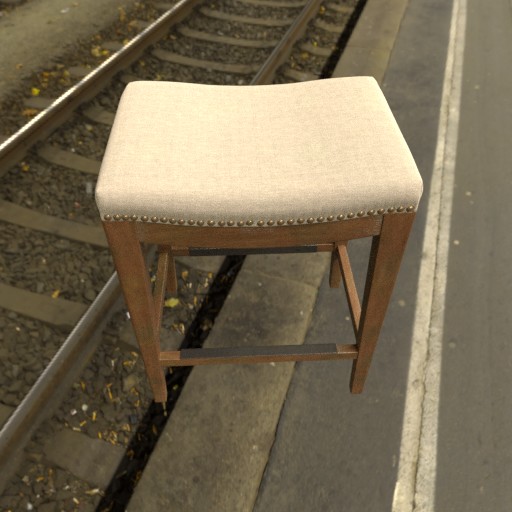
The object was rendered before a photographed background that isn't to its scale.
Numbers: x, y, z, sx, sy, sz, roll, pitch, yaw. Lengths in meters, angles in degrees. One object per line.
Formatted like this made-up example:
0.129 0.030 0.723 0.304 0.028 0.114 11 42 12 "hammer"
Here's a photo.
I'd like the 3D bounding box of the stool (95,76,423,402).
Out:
0.000 0.000 0.965 0.508 0.660 0.356 -2 48 -2 "stool"
